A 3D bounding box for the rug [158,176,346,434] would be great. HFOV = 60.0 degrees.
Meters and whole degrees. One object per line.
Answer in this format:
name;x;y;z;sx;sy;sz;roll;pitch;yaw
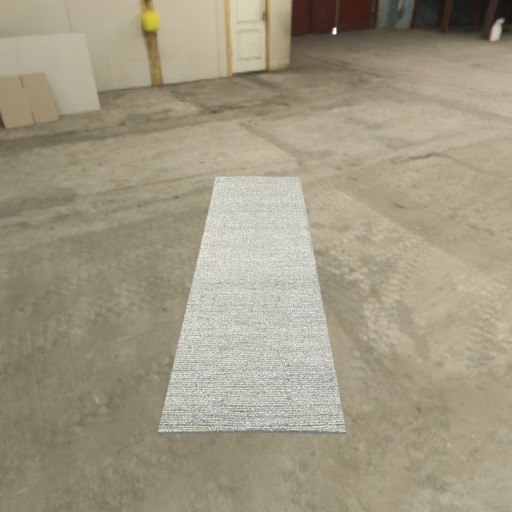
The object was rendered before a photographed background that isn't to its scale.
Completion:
rug;0.000;0.000;2.559;0.675;0.037;2.341;0;33;1
